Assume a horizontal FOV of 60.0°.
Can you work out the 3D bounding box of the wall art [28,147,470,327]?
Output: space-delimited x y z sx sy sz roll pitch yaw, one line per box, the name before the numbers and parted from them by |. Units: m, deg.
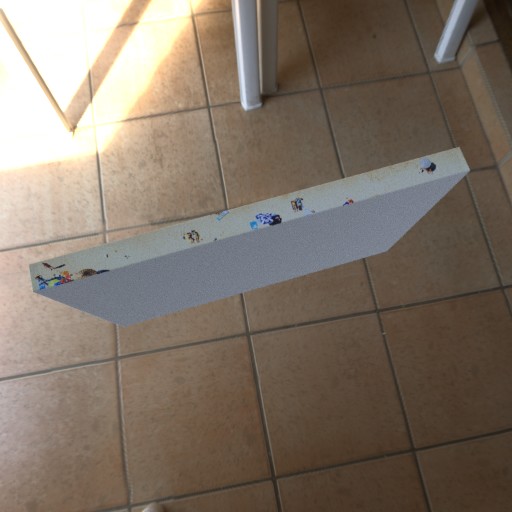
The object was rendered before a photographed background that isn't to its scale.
wall art | 0.000 0.000 1.161 0.894 0.595 0.057 -16 75 -4
